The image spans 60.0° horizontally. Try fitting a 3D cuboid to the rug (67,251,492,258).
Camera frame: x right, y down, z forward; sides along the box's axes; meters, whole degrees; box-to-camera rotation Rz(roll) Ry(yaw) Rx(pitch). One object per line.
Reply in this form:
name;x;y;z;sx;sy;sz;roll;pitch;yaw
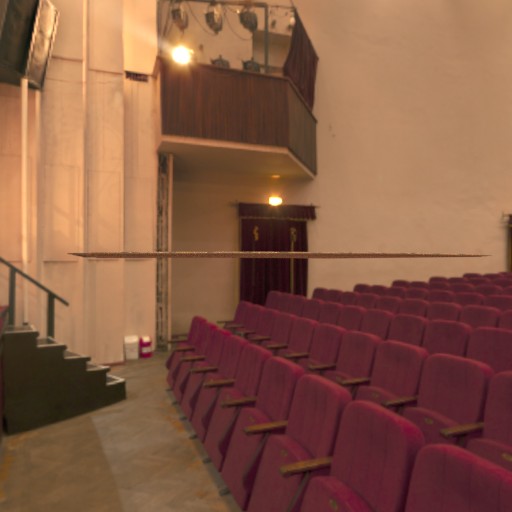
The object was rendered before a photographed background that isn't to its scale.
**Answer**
rug;0.000;0.000;4.803;3.585;0.036;2.892;0;-1;-19
